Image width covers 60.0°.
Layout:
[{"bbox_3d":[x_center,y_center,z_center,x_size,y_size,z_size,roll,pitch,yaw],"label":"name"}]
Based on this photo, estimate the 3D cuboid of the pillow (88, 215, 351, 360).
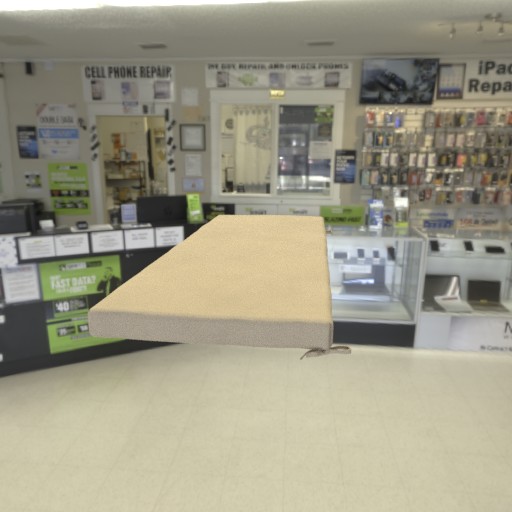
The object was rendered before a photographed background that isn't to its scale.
[{"bbox_3d":[0.000,0.000,1.342,0.492,0.081,1.187,2,14,7],"label":"pillow"}]
